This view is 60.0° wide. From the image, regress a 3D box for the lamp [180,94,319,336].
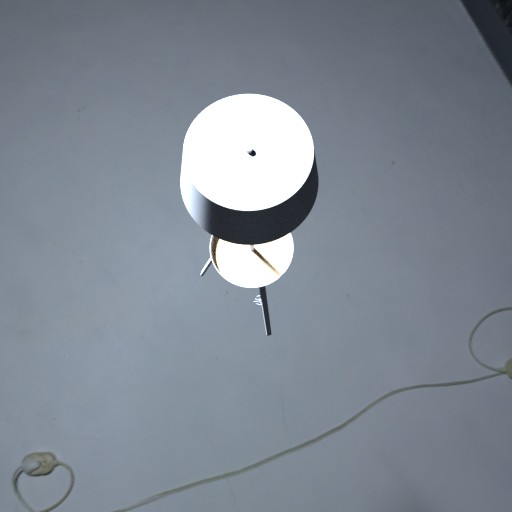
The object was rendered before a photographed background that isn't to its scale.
[{"bbox_3d":[0.000,0.000,1.683,0.508,1.429,0.468,-17,75,-5],"label":"lamp"}]
